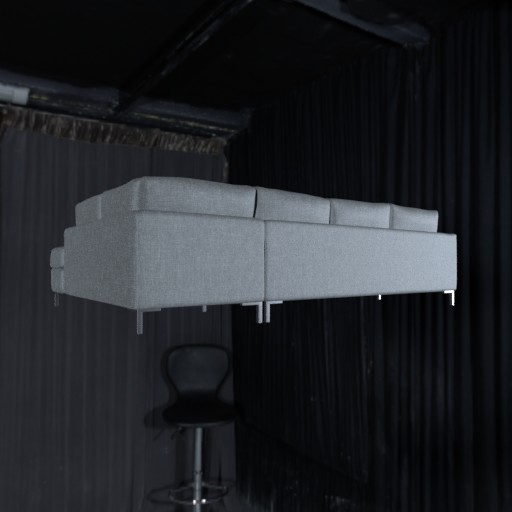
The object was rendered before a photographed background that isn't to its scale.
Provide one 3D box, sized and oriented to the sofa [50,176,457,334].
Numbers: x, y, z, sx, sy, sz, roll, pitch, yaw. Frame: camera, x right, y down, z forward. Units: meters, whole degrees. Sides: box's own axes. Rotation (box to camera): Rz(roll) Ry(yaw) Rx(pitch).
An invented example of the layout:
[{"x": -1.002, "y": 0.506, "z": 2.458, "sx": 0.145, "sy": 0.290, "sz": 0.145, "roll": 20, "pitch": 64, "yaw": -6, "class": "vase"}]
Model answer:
[{"x": 0.000, "y": 0.000, "z": 3.853, "sx": 2.972, "sy": 0.858, "sz": 1.984, "roll": 1, "pitch": -2, "yaw": -35, "class": "sofa"}]
